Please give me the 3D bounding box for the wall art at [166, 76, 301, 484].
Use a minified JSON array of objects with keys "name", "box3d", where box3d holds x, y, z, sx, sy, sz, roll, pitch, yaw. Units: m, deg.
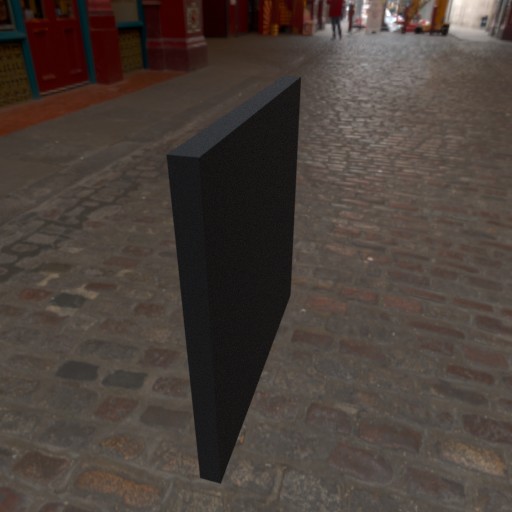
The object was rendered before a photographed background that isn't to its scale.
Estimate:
[{"name":"wall art","box3d":[0.000,0.000,0.687,0.030,0.458,0.462,8,31,14]}]
